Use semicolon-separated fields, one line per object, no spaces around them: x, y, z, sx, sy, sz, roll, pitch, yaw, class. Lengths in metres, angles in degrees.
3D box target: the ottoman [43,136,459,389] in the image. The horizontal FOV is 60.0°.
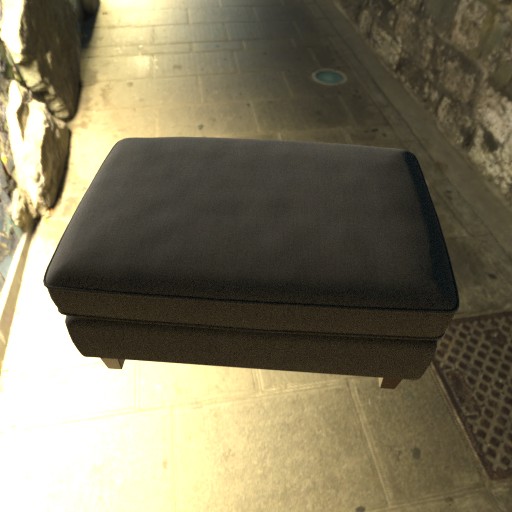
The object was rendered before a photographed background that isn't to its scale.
0.000;0.000;1.300;0.941;0.480;0.636;3;46;3;ottoman
